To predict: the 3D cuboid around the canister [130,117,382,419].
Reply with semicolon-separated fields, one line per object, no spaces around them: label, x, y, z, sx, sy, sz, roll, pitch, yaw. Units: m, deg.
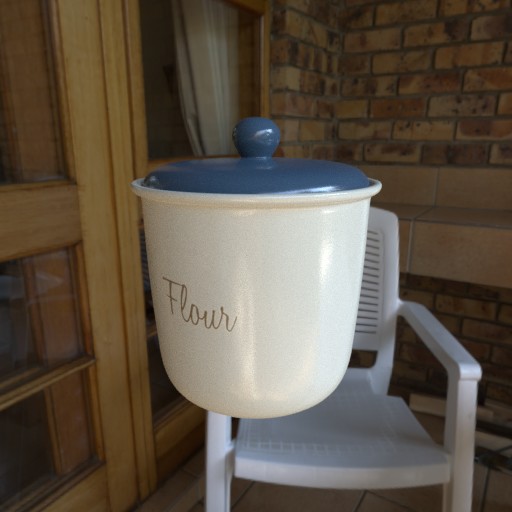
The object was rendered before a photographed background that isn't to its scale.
canister;0.000;0.000;0.347;0.182;0.208;0.182;0;15;0
